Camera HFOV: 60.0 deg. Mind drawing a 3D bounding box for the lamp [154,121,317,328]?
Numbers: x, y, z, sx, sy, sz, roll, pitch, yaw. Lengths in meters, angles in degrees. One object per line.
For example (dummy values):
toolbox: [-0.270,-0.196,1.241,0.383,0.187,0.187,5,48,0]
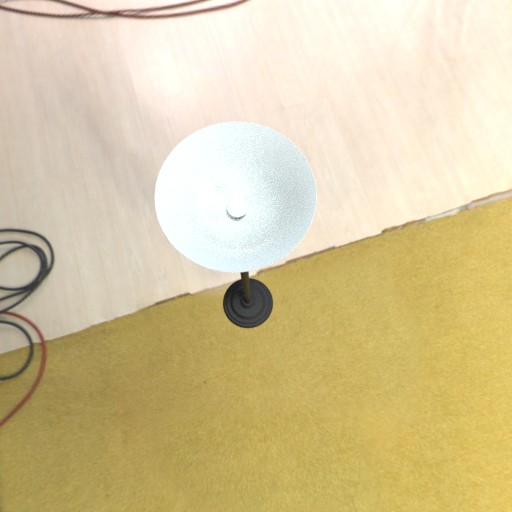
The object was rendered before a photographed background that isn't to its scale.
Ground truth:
lamp: [0.000,0.000,1.993,0.405,1.793,0.588,33,78,8]
